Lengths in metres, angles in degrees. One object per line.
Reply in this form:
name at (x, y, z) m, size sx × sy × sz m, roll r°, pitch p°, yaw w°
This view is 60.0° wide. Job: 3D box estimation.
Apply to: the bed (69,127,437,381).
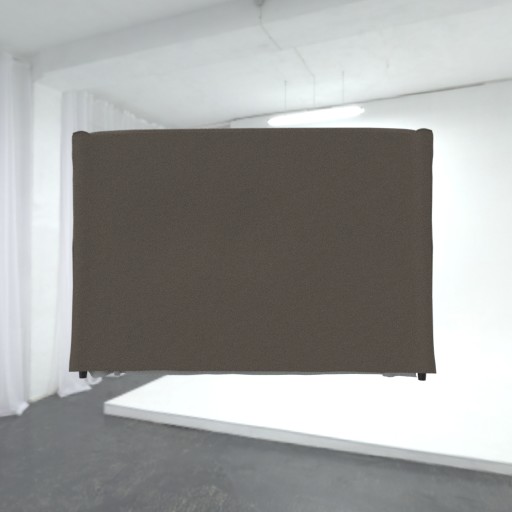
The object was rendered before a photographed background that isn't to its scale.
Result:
bed at (0.000, 0.000, 3.432) m, size 1.925 × 1.332 × 2.276 m, roll 0°, pitch -1°, yaw 1°
